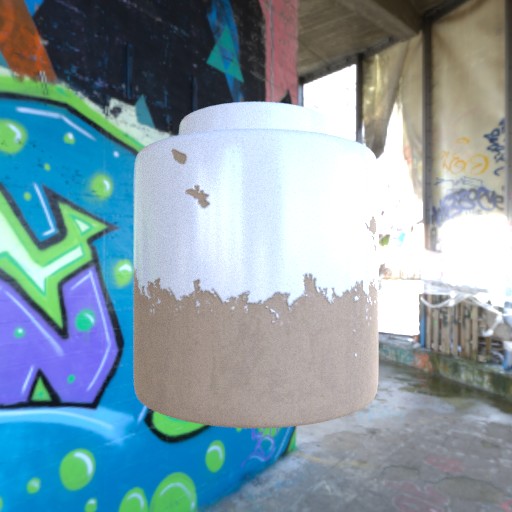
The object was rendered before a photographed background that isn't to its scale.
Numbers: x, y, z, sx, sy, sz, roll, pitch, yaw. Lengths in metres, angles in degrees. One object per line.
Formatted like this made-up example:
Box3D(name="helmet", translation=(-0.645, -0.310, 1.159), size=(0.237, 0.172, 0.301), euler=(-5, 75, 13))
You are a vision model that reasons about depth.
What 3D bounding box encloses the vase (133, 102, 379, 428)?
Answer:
Box3D(name="vase", translation=(0.000, 0.000, 0.287), size=(0.153, 0.167, 0.153), euler=(0, 0, 0))
